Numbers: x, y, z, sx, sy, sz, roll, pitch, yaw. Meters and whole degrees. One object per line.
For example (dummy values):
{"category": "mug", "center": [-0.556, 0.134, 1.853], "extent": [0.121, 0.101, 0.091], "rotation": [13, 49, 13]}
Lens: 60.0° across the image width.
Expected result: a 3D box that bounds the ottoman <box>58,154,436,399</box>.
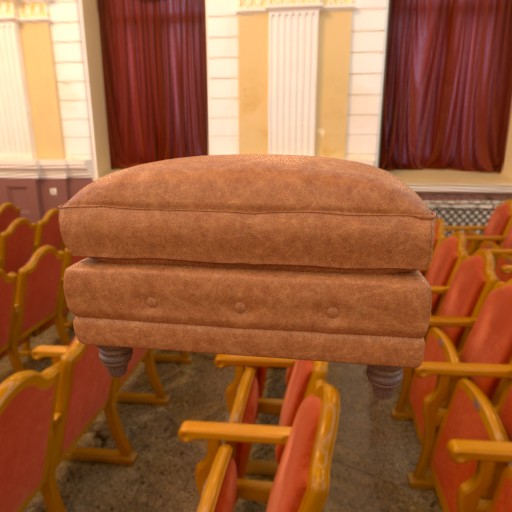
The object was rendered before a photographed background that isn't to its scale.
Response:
{"category": "ottoman", "center": [0.000, 0.000, 1.076], "extent": [0.710, 0.480, 0.533], "rotation": [2, 15, 8]}
